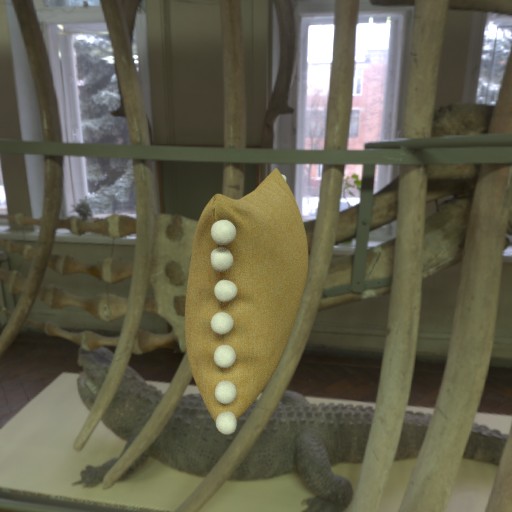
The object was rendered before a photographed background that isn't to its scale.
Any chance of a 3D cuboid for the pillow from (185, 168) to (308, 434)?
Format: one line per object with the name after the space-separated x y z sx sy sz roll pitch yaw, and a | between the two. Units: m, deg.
0.000 0.000 0.865 0.201 0.322 0.709 2 15 9 | pillow
